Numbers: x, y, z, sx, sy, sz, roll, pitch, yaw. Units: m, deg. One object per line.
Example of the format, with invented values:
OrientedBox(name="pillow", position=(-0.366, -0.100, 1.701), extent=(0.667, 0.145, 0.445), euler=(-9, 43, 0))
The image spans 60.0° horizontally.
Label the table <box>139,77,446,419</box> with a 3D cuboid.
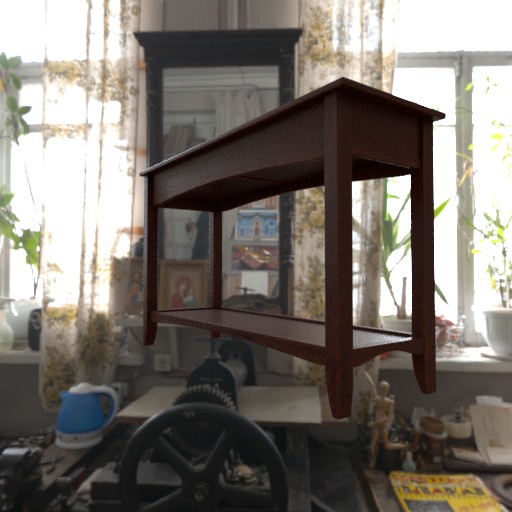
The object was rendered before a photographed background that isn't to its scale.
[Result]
OrientedBox(name="table", position=(0.000, 0.000, 1.534), extent=(0.392, 0.739, 1.188), euler=(1, -2, -36))
